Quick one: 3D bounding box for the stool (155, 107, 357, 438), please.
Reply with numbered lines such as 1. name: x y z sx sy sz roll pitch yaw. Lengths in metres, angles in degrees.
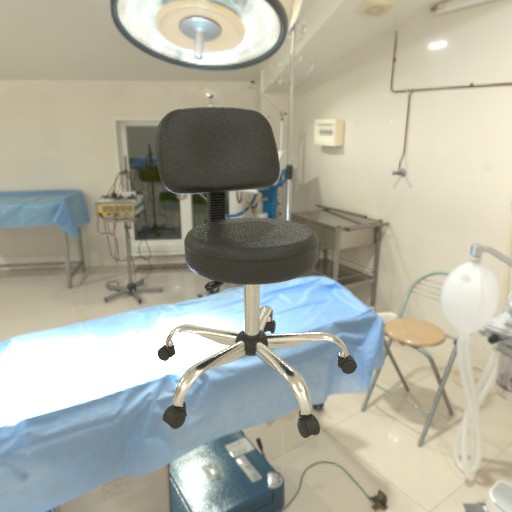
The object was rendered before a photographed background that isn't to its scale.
1. stool: 0.000 0.000 1.332 0.673 0.862 0.648 -9 19 -27
